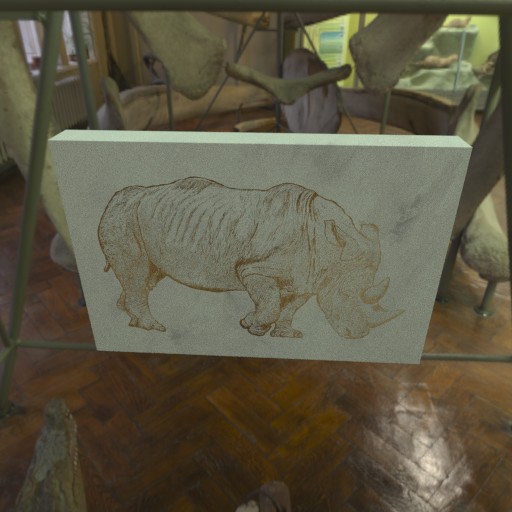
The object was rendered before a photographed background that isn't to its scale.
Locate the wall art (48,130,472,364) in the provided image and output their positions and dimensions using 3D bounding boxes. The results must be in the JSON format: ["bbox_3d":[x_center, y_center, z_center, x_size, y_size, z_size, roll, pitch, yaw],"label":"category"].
[{"bbox_3d":[0.000,0.000,0.477,0.381,0.254,0.038,2,30,3],"label":"wall art"}]
